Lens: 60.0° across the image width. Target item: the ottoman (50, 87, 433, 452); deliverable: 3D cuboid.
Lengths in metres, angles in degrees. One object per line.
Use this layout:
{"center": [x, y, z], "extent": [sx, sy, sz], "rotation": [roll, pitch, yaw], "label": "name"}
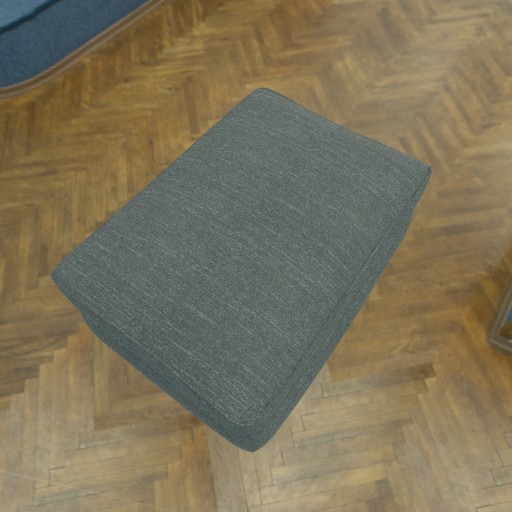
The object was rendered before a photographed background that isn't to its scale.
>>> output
{"center": [0.000, 0.000, 1.000], "extent": [0.508, 0.406, 0.686], "rotation": [32, 63, 18], "label": "ottoman"}
